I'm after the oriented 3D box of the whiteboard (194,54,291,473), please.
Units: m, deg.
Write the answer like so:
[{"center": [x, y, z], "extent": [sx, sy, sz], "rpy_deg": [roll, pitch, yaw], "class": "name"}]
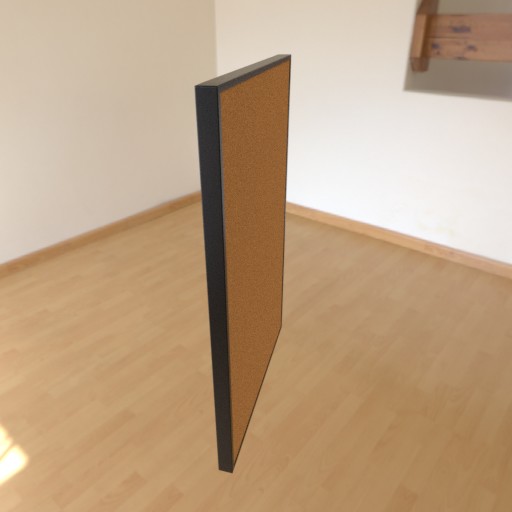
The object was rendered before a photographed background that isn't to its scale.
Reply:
[{"center": [0.000, 0.000, 0.769], "extent": [0.026, 0.611, 0.406], "rpy_deg": [7, 30, 13], "class": "whiteboard"}]
